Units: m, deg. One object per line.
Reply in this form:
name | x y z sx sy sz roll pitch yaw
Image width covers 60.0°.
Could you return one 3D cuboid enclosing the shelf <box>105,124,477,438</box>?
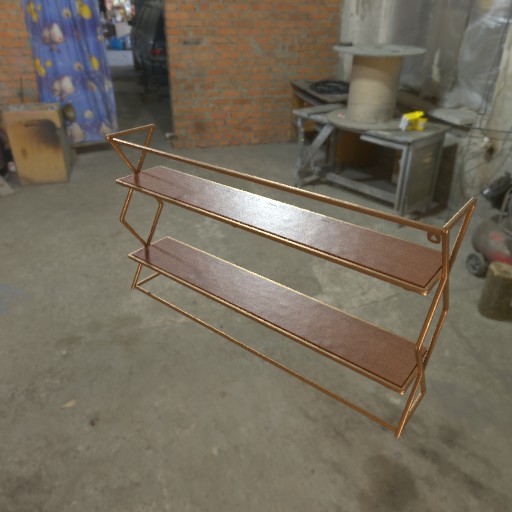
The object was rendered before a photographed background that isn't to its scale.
shelf | 0.000 0.000 1.017 0.822 0.450 0.150 22 36 33
